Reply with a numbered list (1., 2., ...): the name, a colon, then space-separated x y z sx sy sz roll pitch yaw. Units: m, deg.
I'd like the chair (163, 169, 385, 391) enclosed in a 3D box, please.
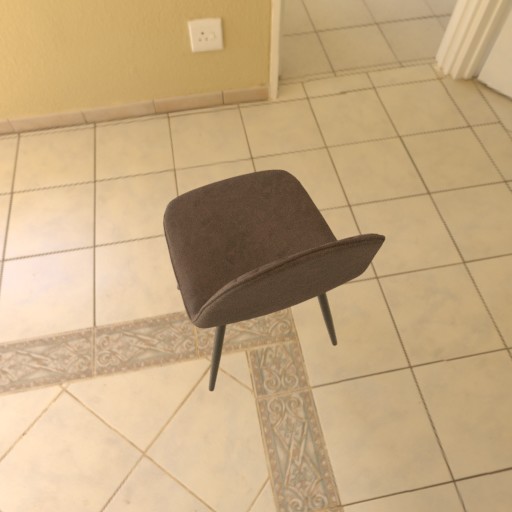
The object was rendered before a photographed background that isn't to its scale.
1. chair: 0.000 0.000 1.227 0.472 0.889 0.561 -18 61 -10
